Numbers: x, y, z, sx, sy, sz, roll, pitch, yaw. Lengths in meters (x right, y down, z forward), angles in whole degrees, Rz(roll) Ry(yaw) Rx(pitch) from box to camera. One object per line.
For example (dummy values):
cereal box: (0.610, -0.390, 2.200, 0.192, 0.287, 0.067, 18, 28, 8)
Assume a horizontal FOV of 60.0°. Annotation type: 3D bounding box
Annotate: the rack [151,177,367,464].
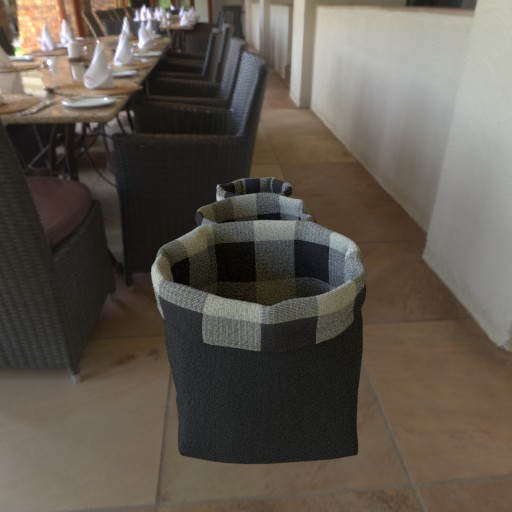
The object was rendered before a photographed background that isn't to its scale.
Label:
rack: (0.000, 0.000, 1.063, 0.370, 0.329, 0.889, -1, 30, -2)
